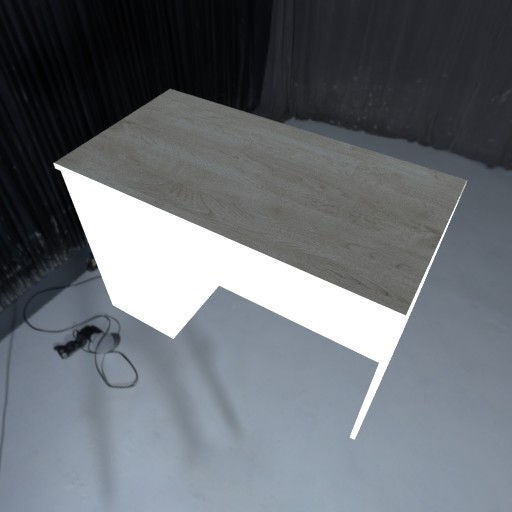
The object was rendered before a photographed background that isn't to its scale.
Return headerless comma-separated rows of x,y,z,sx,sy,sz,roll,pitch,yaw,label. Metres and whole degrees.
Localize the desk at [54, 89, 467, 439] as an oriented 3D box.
0.000,0.000,1.579,1.096,0.730,0.560,24,51,21,desk
